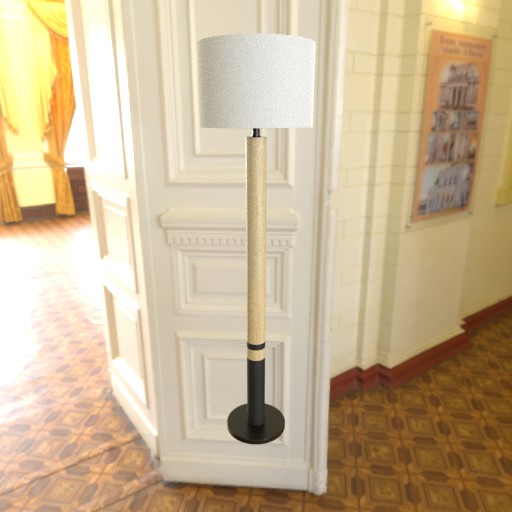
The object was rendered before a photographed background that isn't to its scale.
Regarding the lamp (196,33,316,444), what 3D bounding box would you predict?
[{"bbox_3d":[0.000,0.000,1.640,0.381,1.478,0.381,3,17,9],"label":"lamp"}]
